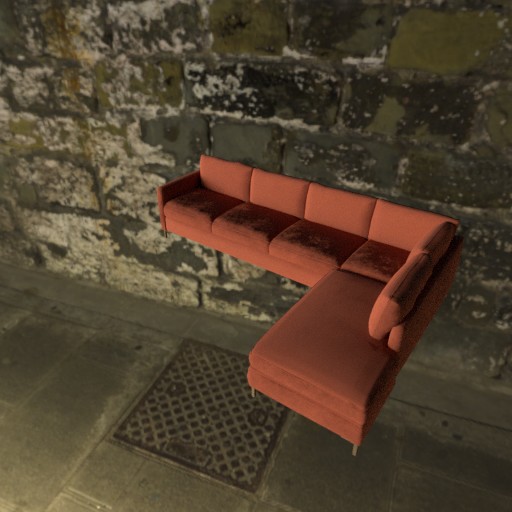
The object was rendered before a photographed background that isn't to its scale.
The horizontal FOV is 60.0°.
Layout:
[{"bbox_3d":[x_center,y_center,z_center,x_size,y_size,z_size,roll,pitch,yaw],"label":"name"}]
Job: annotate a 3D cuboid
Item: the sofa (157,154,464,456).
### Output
[{"bbox_3d":[0.000,0.000,3.568,2.736,0.757,1.879,21,37,30],"label":"sofa"}]
